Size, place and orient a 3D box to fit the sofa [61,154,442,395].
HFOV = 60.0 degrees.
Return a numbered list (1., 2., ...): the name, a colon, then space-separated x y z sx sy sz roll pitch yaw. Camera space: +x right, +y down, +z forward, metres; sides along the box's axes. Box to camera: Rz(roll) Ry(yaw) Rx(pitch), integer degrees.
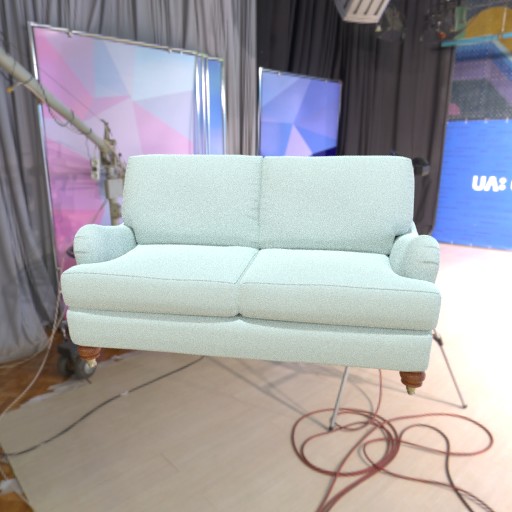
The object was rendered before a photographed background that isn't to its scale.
1. sofa: 0.000 0.000 2.525 1.853 1.101 1.084 2 15 9
